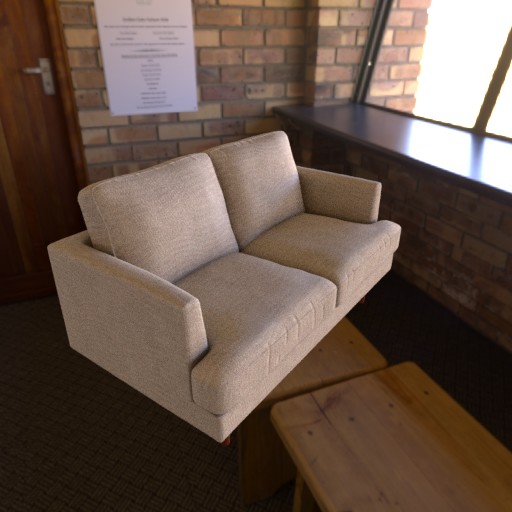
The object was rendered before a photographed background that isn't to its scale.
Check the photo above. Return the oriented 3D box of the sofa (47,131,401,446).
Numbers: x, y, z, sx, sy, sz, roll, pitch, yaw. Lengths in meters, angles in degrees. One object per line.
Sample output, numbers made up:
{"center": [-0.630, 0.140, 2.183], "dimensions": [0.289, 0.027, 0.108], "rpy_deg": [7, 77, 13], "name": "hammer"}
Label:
{"center": [0.000, 0.000, 2.143], "dimensions": [0.903, 0.944, 1.582], "rpy_deg": [18, 32, 32], "name": "sofa"}
